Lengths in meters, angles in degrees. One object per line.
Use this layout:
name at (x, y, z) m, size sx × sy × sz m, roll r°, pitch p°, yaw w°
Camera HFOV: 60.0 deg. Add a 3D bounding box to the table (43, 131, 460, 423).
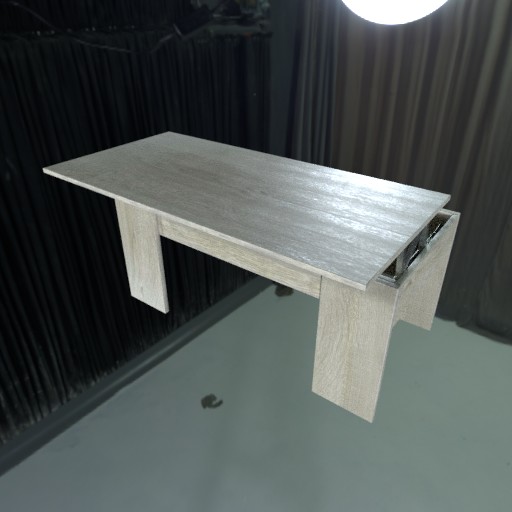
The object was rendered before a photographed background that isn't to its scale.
table at (0.000, 0.000, 1.406) m, size 1.000 × 0.570 × 0.711 m, roll 21°, pitch 36°, yaw 31°
